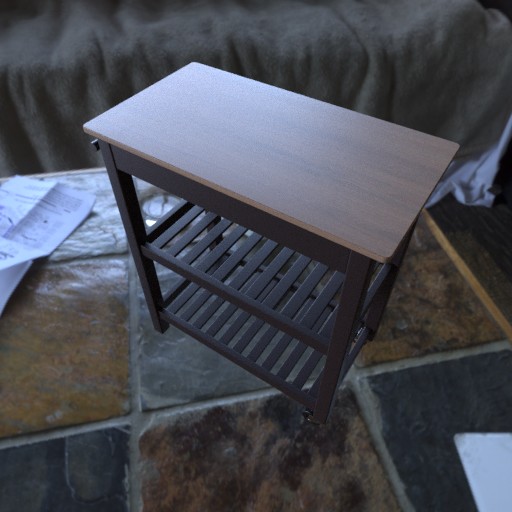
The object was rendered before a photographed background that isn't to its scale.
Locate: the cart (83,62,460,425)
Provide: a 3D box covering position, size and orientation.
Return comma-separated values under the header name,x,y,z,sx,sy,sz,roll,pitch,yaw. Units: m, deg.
name,x,y,z,sx,sy,sz,roll,pitch,yaw
cart,0.000,0.000,1.459,0.899,0.927,0.457,26,52,22
